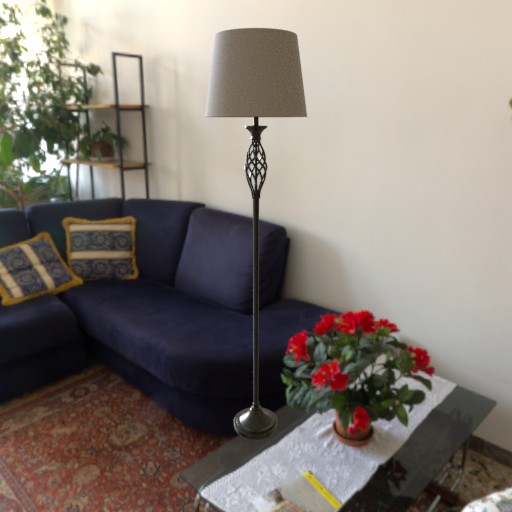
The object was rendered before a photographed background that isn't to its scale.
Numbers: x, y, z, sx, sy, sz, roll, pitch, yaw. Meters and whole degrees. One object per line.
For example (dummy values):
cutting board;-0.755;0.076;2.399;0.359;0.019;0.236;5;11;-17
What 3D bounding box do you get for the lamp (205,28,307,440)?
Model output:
lamp;0.000;0.000;1.801;0.379;1.623;0.379;0;17;0
